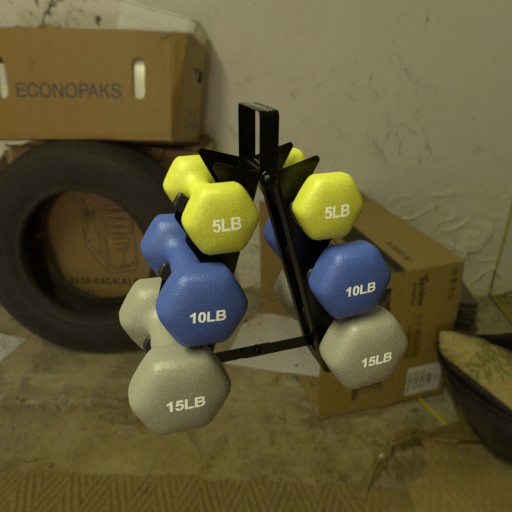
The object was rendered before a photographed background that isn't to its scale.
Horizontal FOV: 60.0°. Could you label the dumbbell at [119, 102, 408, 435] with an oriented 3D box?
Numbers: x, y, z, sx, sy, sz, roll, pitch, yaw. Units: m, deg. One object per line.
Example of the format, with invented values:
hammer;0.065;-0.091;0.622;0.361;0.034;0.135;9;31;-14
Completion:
dumbbell;0.000;0.000;0.660;0.416;0.426;0.261;-8;27;-16
